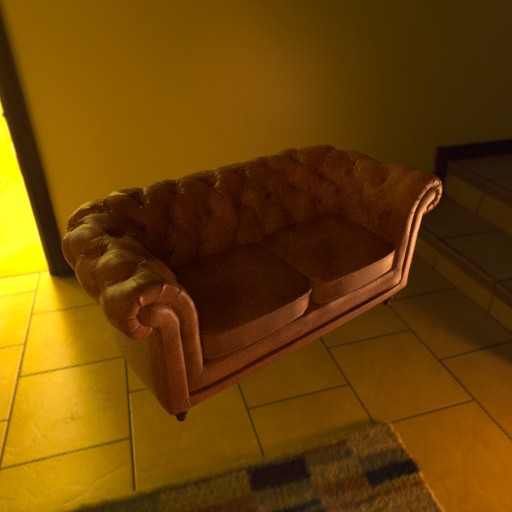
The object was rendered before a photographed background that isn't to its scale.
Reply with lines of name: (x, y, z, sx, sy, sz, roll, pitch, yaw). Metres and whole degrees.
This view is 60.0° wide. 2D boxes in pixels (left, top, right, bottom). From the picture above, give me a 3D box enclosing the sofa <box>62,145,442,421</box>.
sofa: (0.000, 0.000, 2.549, 1.979, 0.877, 1.042, -21, 37, -31)
